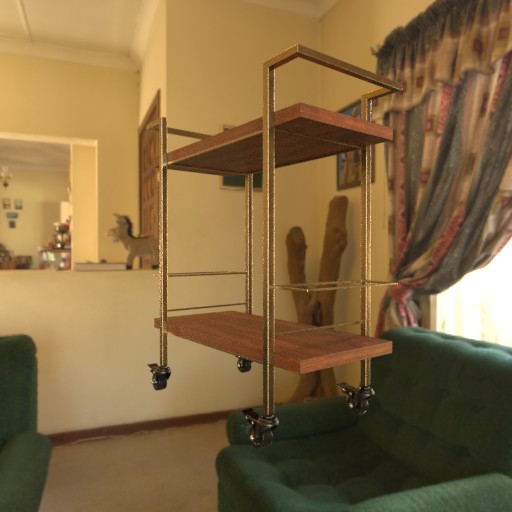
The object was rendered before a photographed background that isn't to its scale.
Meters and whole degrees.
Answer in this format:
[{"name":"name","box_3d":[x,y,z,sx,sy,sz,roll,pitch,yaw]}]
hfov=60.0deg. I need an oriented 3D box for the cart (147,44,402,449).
[{"name":"cart","box_3d":[0.000,0.000,1.206,0.364,0.807,0.695,-1,1,-38]}]
